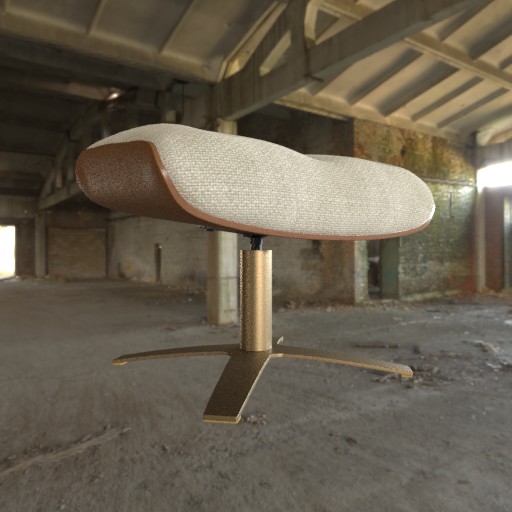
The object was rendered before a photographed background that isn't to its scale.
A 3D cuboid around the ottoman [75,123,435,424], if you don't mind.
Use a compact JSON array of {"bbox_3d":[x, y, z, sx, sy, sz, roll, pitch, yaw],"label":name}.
[{"bbox_3d":[0.000,0.000,0.773,0.520,0.391,0.394,0,0,-36],"label":"ottoman"}]
